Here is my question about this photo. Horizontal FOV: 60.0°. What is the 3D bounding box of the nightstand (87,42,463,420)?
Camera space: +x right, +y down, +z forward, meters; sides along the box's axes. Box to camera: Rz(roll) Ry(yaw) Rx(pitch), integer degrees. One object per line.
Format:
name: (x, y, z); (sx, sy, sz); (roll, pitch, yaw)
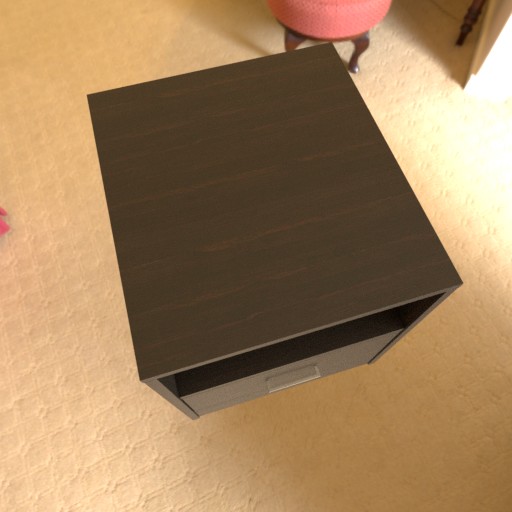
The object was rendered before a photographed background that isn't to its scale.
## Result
nightstand: (0.000, 0.000, 0.812); (0.400, 0.460, 0.461); (-15, 65, -7)
